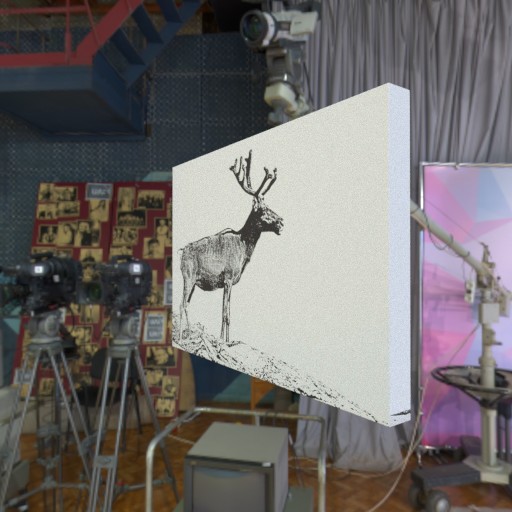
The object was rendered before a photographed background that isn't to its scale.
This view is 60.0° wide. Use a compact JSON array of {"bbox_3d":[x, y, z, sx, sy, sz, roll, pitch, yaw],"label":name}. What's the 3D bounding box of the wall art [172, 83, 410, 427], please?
[{"bbox_3d":[0.000,0.000,0.791,0.042,0.414,0.608,0,0,-35],"label":"wall art"}]
